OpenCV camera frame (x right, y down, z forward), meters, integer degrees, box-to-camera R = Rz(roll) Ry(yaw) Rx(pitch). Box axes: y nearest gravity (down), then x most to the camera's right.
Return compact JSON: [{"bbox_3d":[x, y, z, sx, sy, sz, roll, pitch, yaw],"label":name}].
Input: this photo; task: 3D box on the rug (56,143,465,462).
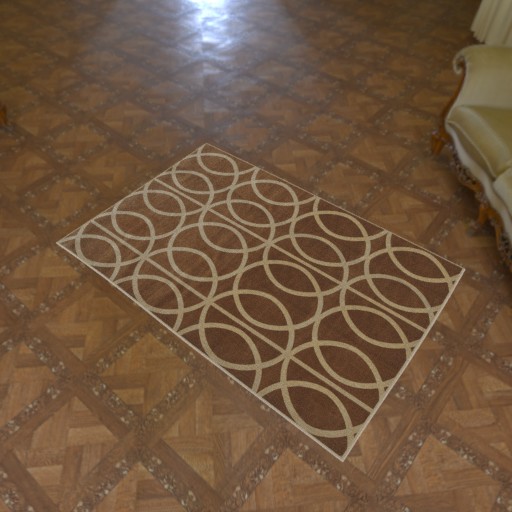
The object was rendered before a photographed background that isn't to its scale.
[{"bbox_3d":[0.000,0.000,2.955,2.294,0.014,1.528,31,55,24],"label":"rug"}]
